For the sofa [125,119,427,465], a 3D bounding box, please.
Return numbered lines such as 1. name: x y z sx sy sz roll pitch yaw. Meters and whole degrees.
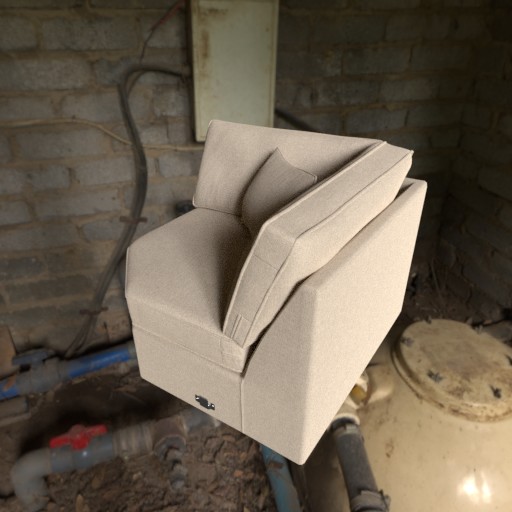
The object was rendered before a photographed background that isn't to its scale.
1. sofa: 0.000 0.000 1.876 1.050 0.937 1.042 19 35 29
